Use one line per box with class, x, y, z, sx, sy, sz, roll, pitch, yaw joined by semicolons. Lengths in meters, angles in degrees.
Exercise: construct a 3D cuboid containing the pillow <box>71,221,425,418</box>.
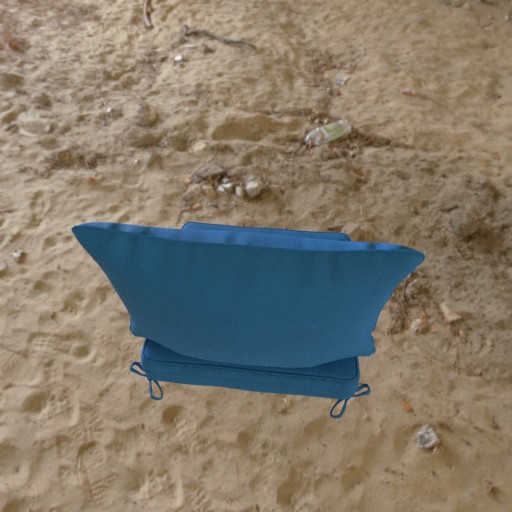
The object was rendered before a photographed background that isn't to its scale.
pillow;0.000;0.000;1.393;0.798;0.725;0.733;4;47;4
